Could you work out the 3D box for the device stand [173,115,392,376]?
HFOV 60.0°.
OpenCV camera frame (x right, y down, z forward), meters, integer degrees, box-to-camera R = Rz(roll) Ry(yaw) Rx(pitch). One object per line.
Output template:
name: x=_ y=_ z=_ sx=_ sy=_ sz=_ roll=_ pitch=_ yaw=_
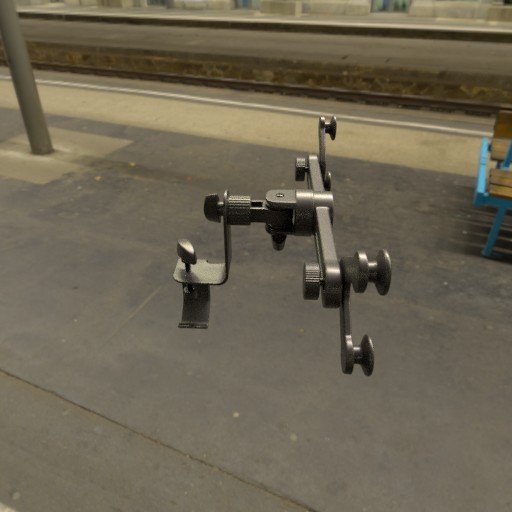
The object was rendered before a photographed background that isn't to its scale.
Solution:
device stand: x=0.000 y=0.000 z=0.367 sx=0.142 sy=0.166 sz=0.270 roll=1 pitch=33 yaw=2
